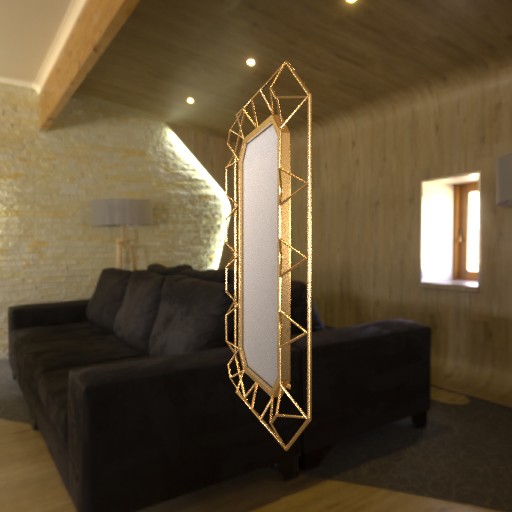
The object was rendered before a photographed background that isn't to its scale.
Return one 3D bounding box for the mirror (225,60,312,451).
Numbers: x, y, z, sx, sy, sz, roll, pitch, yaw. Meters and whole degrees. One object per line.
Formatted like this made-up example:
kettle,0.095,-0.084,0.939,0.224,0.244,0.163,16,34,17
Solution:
mirror,0.000,0.000,1.133,0.051,0.870,0.572,0,1,-18
